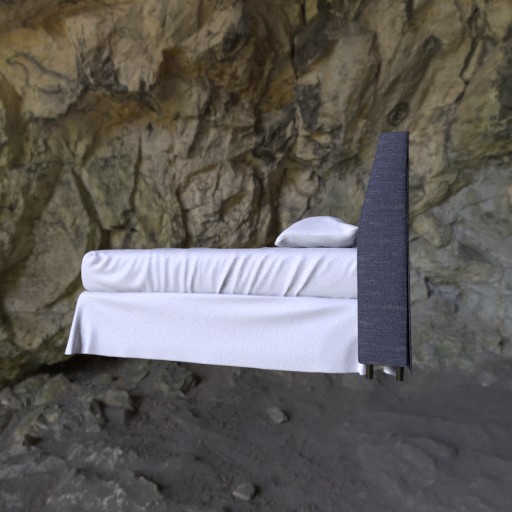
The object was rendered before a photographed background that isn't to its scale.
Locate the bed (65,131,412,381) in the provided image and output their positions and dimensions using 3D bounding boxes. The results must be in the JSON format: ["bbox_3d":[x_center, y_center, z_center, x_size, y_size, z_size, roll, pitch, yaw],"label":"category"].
[{"bbox_3d":[0.000,0.000,3.519,2.276,1.332,1.925,0,0,17],"label":"bed"}]
